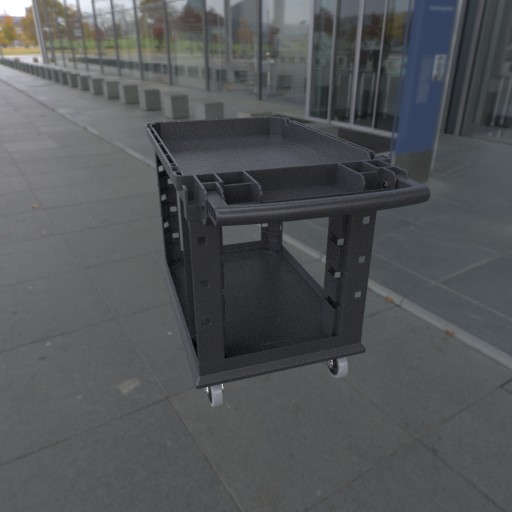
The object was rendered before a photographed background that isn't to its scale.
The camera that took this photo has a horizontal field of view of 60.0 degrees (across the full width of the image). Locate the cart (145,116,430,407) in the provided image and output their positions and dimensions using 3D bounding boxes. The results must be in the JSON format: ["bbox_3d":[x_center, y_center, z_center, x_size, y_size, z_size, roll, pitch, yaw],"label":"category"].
[{"bbox_3d":[0.000,0.000,1.768,0.674,0.884,1.239,-8,27,-16],"label":"cart"}]
